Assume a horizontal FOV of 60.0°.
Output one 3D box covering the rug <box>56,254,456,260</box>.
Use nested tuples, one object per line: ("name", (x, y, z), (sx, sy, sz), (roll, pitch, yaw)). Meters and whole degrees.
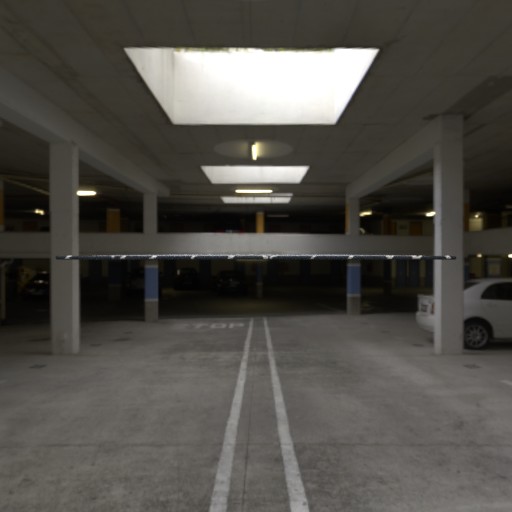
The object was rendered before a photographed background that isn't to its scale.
("rug", (0.000, 0.000, 2.249), (1.223, 0.013, 1.830), (0, 0, 0))
